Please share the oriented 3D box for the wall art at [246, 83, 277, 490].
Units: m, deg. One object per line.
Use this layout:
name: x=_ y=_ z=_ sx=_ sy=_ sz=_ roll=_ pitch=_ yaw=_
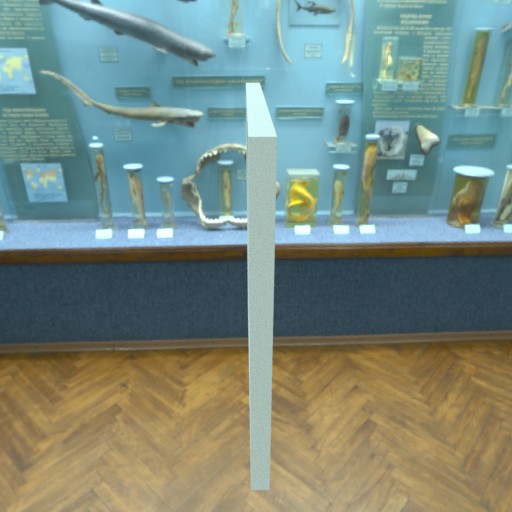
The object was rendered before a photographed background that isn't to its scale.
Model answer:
wall art: x=0.000 y=0.000 z=1.144 sx=0.041 sy=0.765 sz=0.768 roll=-1 pitch=27 yaw=-1
